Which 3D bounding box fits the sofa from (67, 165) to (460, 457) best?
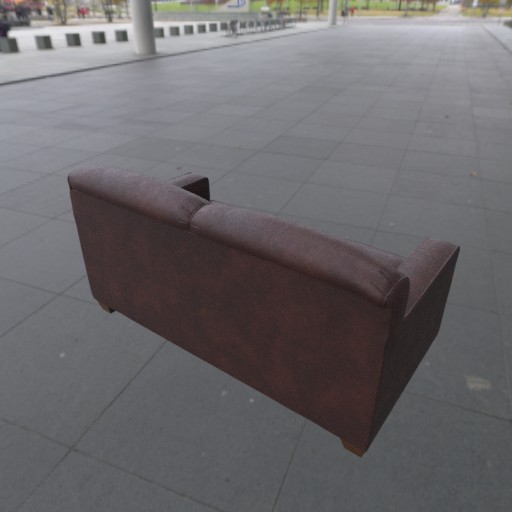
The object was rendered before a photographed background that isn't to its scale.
[{"bbox_3d":[0.000,0.000,2.417,1.856,0.966,1.000,20,35,31],"label":"sofa"}]
